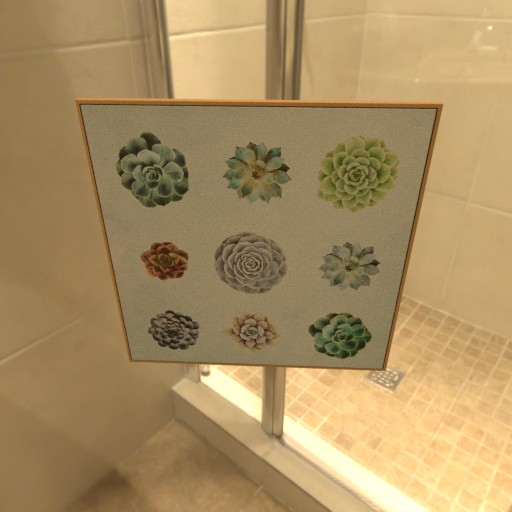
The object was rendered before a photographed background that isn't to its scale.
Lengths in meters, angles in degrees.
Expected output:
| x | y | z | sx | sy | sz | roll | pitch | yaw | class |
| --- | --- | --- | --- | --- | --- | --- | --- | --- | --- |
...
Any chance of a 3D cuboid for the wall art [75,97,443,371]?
| x | y | z | sx | sy | sz | roll | pitch | yaw | class |
| --- | --- | --- | --- | --- | --- | --- | --- | --- | --- |
| 0.000 | 0.000 | 0.673 | 0.457 | 0.455 | 0.013 | 2 | 32 | 2 | wall art |
